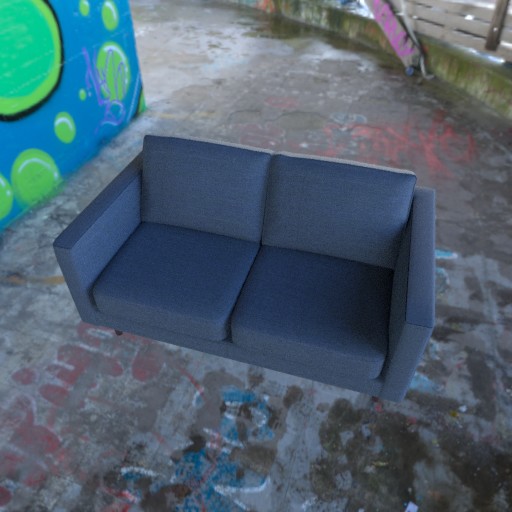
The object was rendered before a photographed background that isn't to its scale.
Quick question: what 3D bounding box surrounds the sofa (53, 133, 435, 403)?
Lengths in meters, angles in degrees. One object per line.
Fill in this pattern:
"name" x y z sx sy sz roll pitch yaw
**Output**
"sofa" 0.000 0.000 2.309 1.659 0.907 0.999 11 43 12
